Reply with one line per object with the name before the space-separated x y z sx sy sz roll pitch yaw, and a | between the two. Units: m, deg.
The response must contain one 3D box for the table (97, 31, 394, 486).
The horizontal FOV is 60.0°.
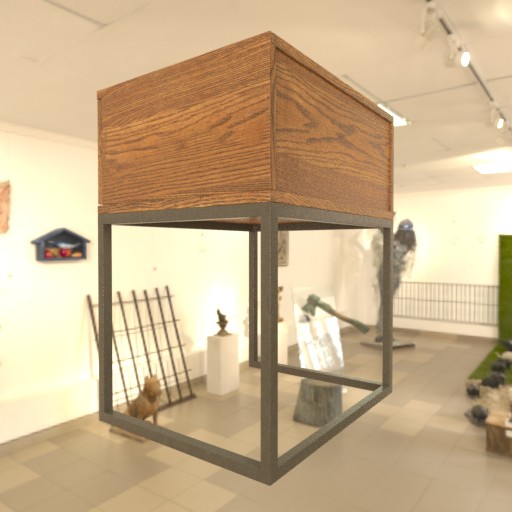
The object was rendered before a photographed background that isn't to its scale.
table | 0.000 0.000 0.904 0.400 0.610 0.482 1 1 36
